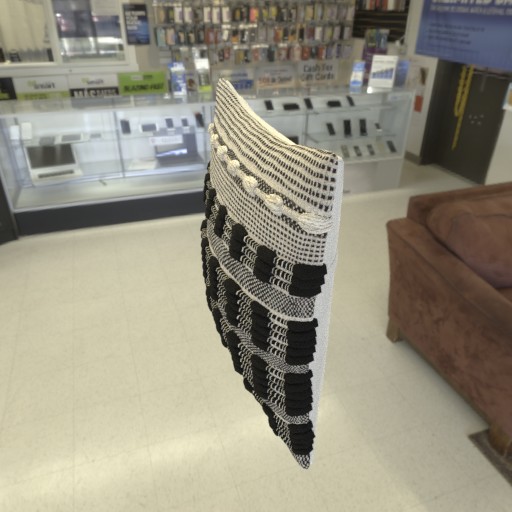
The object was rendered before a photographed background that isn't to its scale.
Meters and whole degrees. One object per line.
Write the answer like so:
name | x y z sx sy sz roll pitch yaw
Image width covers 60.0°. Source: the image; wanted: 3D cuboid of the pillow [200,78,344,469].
pillow | 0.000 0.000 0.662 0.156 0.438 0.436 -9 32 -15
